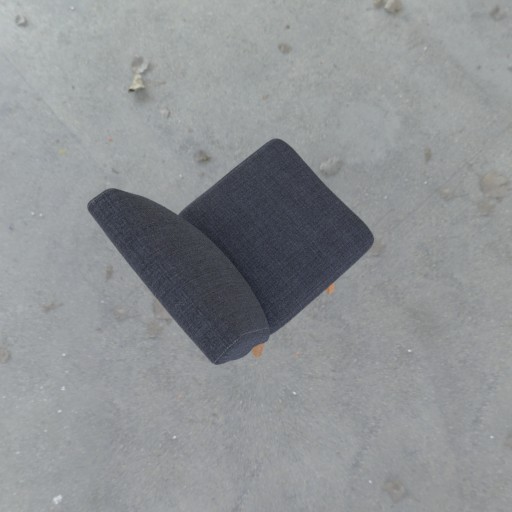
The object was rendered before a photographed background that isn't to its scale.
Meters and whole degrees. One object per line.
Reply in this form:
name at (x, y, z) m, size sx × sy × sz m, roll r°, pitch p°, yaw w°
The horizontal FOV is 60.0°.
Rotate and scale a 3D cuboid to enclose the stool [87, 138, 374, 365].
stool at (0.000, 0.000, 1.419) m, size 0.570 × 1.112 × 0.483 m, roll -40°, pitch 80°, yaw -9°
